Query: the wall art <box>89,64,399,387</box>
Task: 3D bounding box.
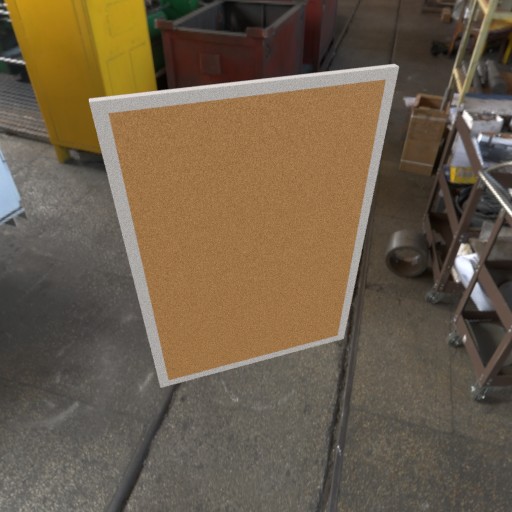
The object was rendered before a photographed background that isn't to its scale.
[{"bbox_3d":[0.000,0.000,0.844,0.456,0.656,0.013,-12,42,-13],"label":"wall art"}]
